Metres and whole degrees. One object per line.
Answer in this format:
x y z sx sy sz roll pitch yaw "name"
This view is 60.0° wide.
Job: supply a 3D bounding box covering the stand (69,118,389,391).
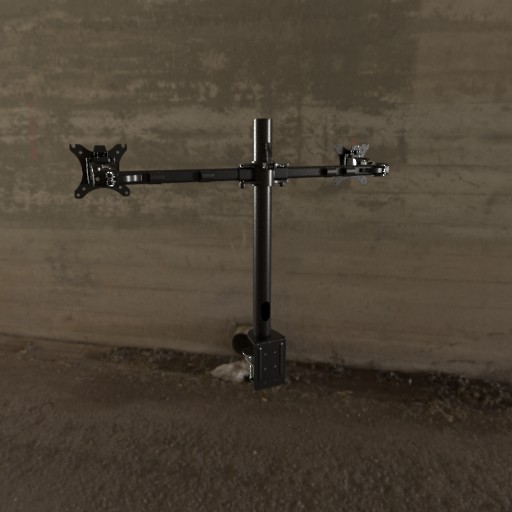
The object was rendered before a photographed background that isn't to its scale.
0.000 0.000 1.024 0.743 0.603 0.150 -7 16 -25 "stand"
